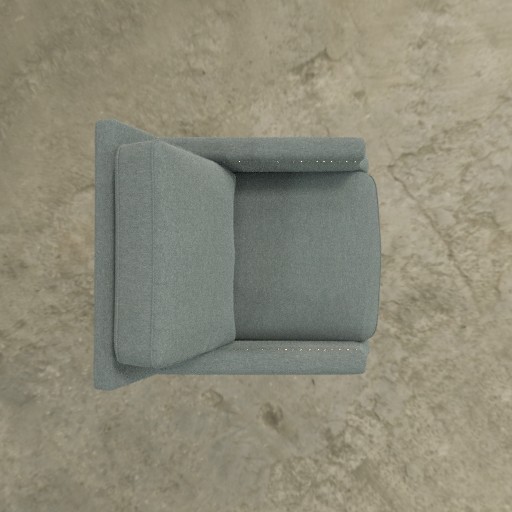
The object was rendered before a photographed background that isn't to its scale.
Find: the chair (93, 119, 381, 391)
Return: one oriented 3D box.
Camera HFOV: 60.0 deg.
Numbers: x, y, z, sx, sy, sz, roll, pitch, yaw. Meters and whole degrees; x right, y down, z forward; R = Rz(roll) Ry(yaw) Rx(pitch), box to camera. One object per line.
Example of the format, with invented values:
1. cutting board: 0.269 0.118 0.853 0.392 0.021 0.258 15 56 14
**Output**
1. chair: 0.000 0.000 1.793 1.031 1.031 0.885 0 89 0
